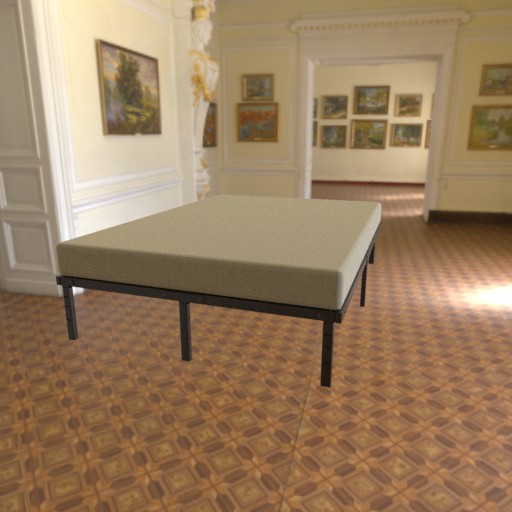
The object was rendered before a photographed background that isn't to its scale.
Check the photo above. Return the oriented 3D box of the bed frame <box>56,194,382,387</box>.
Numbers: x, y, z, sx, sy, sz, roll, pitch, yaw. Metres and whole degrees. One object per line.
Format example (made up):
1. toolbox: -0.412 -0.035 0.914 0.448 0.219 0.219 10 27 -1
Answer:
1. bed frame: 0.000 0.000 3.860 2.205 0.680 2.842 8 17 26
